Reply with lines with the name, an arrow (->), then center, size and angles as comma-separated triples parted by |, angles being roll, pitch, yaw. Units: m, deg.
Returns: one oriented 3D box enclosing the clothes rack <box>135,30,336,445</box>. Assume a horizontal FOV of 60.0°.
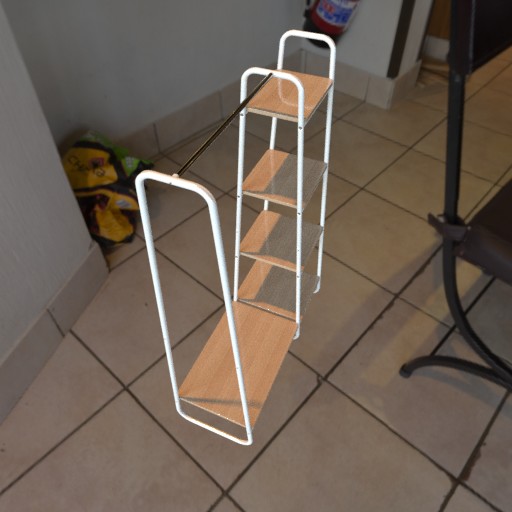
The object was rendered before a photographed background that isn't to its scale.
clothes rack -> 0.000, 0.000, 1.907 | 0.400, 1.500, 1.011 | 18, 49, 16
